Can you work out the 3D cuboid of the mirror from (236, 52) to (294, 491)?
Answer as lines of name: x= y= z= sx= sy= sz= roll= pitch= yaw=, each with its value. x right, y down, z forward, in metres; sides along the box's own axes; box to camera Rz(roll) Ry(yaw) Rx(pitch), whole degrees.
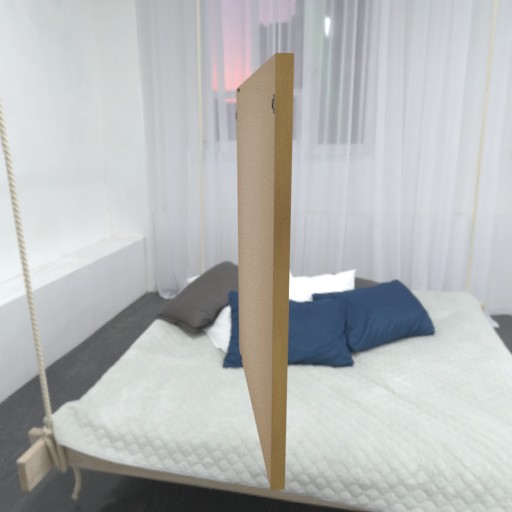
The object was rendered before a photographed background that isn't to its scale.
mirror: x=0.000 y=0.000 z=1.343 sx=0.041 sy=1.016 sz=0.762 roll=-2 pitch=16 yaw=-8
